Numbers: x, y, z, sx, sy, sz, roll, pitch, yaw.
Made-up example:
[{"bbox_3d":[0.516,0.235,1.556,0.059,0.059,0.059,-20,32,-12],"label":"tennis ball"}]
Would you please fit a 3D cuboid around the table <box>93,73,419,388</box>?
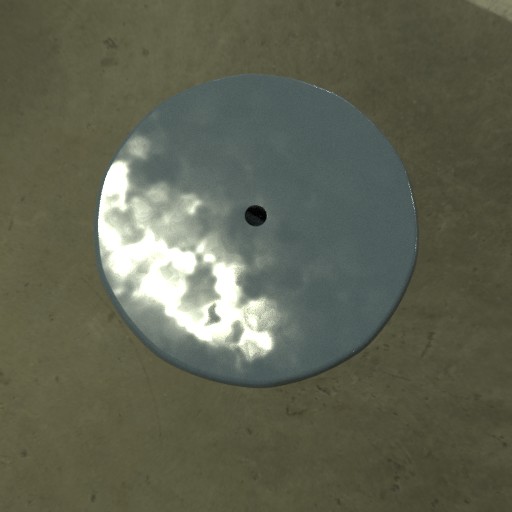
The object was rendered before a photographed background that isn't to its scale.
[{"bbox_3d":[0.000,0.000,0.654,0.352,0.387,0.352,0,77,0],"label":"table"}]
